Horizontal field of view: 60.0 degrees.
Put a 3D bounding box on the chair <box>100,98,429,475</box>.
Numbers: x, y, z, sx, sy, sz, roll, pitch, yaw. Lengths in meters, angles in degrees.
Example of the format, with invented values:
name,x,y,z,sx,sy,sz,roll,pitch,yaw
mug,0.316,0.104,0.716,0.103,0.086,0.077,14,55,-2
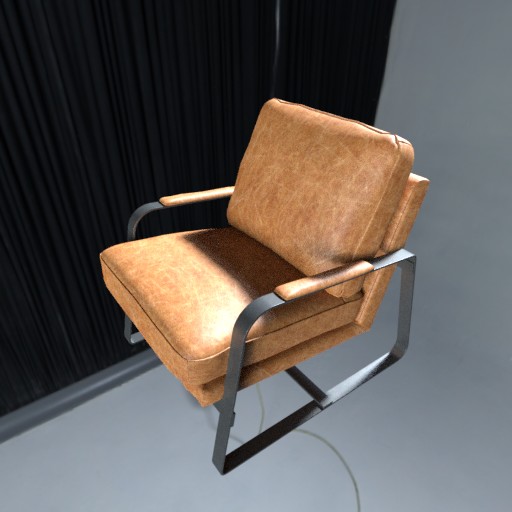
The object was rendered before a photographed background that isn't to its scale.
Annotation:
name,x,y,z,sx,sy,sz,roll,pitch,yaw
chair,0.000,0.000,1.338,0.801,0.777,0.651,-21,38,-30
